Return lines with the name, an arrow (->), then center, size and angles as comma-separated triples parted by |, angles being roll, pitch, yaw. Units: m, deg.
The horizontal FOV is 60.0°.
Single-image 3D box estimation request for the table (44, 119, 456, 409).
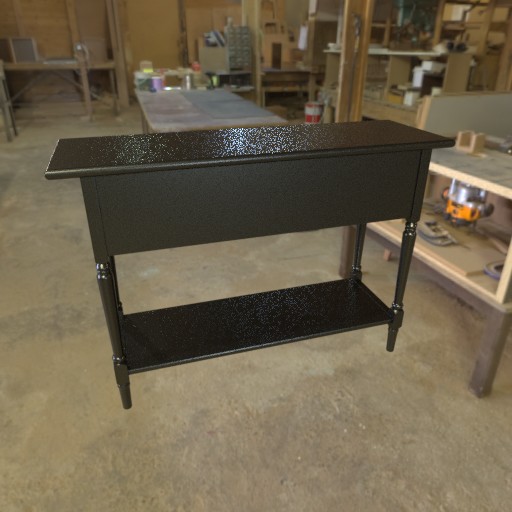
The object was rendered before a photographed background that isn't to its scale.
table -> 0.000, 0.000, 1.571 | 1.191, 0.819, 0.386 | -8, 28, -15
